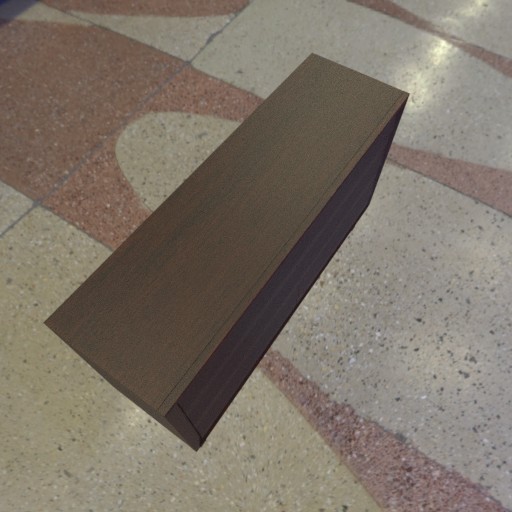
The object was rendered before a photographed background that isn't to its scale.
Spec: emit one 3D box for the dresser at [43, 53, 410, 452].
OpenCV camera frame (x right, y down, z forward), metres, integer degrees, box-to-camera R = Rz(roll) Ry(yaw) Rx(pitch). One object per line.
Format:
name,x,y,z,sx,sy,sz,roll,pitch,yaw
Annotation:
dresser,0.000,0.000,2.052,0.499,0.971,1.609,31,64,17
